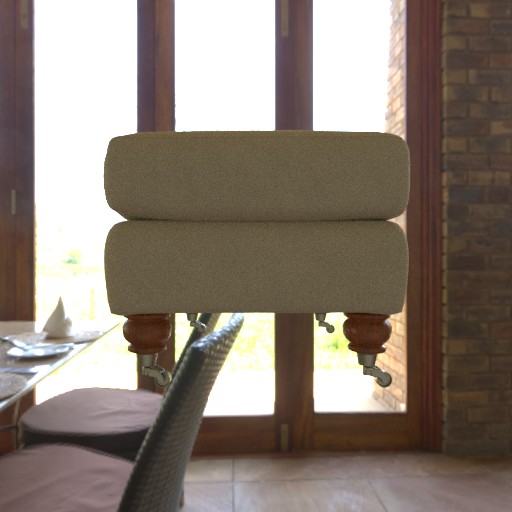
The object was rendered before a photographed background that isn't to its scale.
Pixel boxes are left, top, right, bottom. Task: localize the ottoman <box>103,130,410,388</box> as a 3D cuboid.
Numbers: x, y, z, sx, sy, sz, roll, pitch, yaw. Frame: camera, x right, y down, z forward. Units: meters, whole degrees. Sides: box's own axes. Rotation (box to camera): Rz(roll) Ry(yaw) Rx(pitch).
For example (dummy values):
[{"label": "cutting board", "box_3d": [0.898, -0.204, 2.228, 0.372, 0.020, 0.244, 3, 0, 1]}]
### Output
[{"label": "ottoman", "box_3d": [0.000, 0.000, 1.158, 0.569, 0.504, 0.773, 0, 0, 0]}]
